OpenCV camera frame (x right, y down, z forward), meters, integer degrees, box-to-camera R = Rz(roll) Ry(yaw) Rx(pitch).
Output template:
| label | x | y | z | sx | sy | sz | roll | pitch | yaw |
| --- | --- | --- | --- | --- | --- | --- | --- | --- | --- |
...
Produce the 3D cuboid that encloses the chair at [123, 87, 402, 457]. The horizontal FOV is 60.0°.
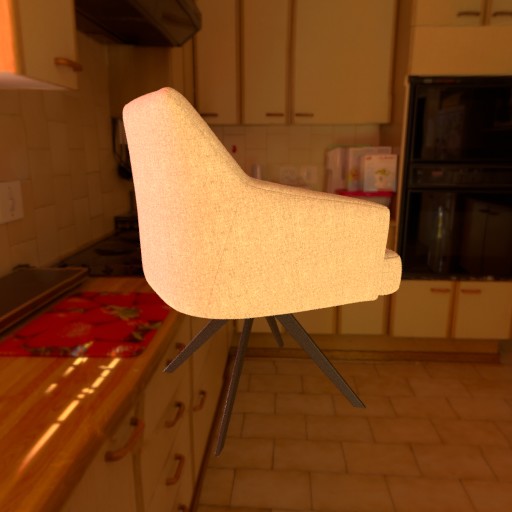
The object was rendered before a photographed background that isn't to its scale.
| label | x | y | z | sx | sy | sz | roll | pitch | yaw |
| --- | --- | --- | --- | --- | --- | --- | --- | --- | --- |
| chair | 0.000 | 0.000 | 1.321 | 0.677 | 0.874 | 0.642 | -7 | 15 | -26 |
